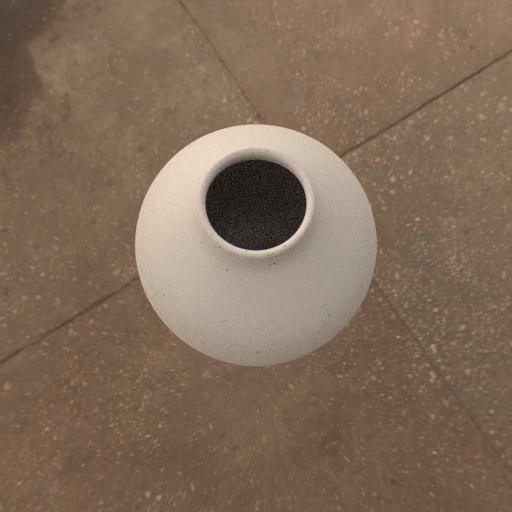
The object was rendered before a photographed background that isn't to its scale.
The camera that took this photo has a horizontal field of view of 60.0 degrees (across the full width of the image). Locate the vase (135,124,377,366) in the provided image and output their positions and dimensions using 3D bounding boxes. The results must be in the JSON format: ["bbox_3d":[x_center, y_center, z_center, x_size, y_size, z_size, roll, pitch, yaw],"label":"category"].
[{"bbox_3d":[0.000,0.000,0.351,0.169,0.240,0.169,0,76,0],"label":"vase"}]
